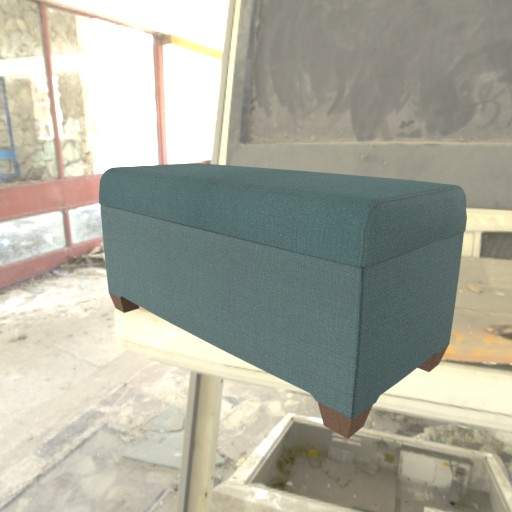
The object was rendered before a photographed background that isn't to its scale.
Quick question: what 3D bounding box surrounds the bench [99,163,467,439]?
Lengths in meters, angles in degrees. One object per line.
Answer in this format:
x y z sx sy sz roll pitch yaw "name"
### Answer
0.000 0.000 1.258 0.476 0.474 0.995 -15 22 -43 "bench"
